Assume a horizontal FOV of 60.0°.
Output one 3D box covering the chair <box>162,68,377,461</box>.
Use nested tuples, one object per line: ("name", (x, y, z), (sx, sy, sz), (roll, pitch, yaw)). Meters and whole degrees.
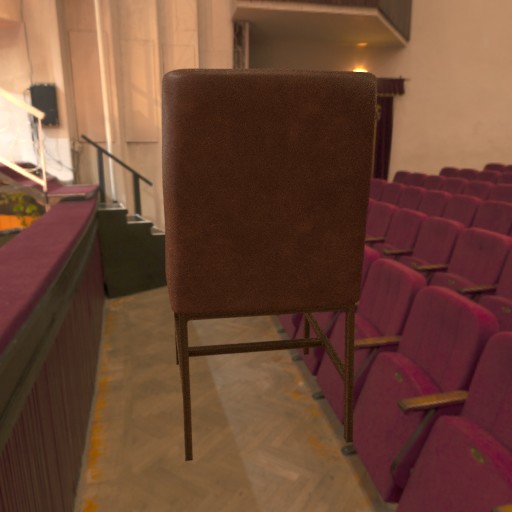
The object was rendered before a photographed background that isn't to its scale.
("chair", (0.000, 0.000, 1.230), (0.508, 0.889, 0.587), (-2, 15, -9))
